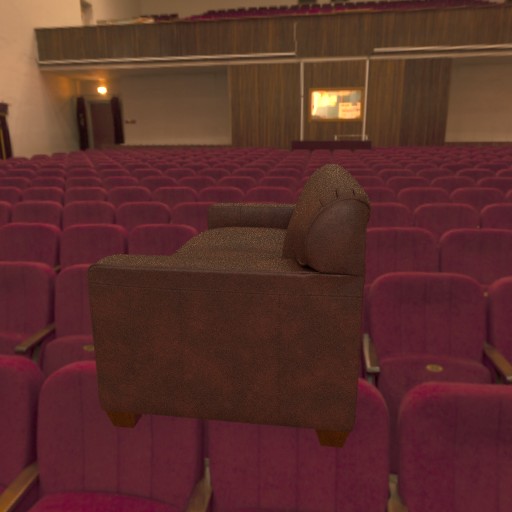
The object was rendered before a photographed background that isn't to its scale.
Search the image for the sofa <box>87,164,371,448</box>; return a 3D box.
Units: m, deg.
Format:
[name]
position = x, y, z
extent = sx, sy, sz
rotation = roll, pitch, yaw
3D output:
[sofa]
position = 0.000, 0.000, 2.381
extent = 1.000, 0.966, 1.856
rotation = 2, 14, 8
